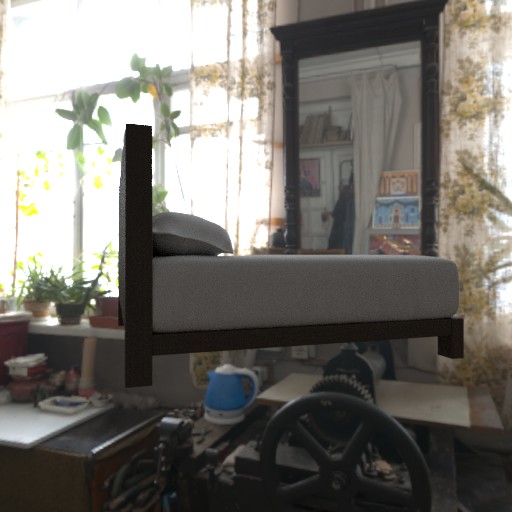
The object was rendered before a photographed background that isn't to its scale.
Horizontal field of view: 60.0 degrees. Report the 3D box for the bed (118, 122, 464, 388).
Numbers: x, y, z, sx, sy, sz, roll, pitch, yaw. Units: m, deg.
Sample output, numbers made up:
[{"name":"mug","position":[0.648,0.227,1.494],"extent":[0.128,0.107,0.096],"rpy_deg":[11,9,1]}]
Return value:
[{"name":"bed","position":[0.000,0.000,3.444],"extent":[2.012,1.270,2.134],"rpy_deg":[0,0,-18]}]
